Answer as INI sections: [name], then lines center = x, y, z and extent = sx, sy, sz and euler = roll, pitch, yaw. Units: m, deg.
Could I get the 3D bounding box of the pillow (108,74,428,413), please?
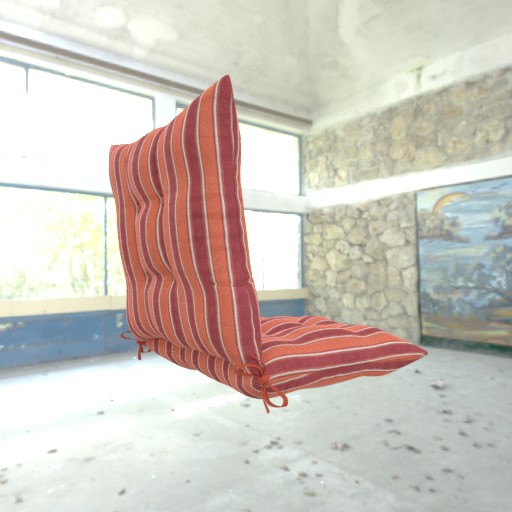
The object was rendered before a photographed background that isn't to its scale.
[pillow]
center = 0.000, 0.000, 1.007
extent = 0.585, 0.536, 0.541
euler = 1, -2, -37
